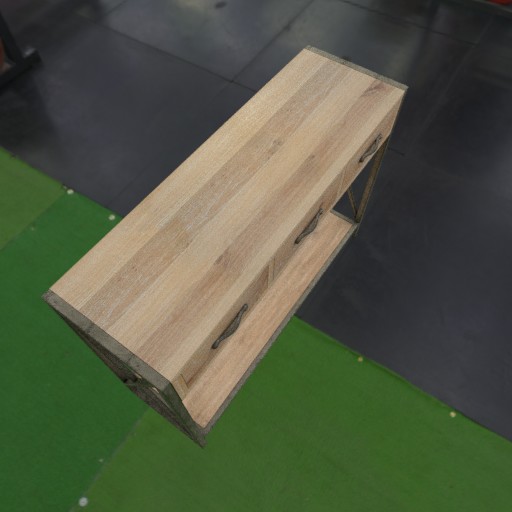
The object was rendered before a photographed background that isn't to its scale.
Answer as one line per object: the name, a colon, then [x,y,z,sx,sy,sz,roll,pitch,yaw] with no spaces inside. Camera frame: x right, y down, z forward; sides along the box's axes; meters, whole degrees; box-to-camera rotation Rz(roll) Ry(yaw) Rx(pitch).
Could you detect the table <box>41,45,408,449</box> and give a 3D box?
table: [0.000,0.000,1.424,0.361,0.763,1.059,31,64,17]
